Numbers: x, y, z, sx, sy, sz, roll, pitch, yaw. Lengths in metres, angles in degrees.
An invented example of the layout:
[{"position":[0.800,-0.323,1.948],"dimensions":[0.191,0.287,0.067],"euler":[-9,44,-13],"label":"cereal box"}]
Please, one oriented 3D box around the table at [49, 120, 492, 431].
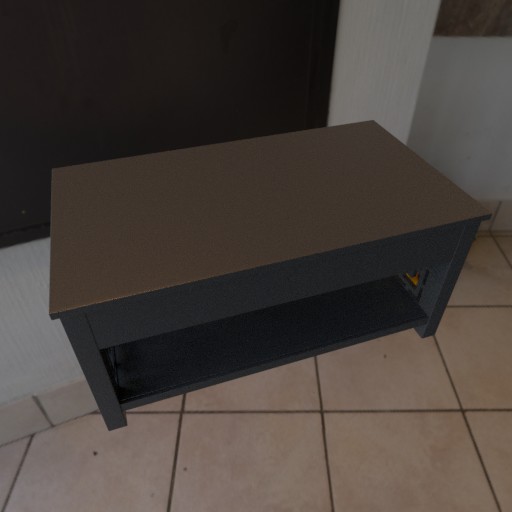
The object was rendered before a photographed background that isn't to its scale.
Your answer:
[{"position":[0.000,0.000,1.382],"dimensions":[1.068,0.493,0.612],"euler":[-12,42,-14],"label":"table"}]
